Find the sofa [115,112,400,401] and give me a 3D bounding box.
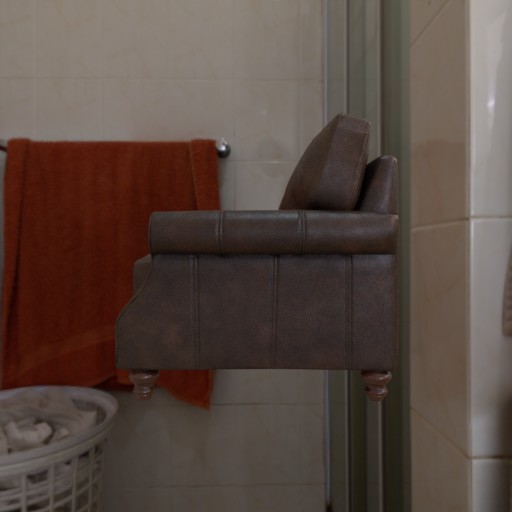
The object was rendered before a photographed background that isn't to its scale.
[{"bbox_3d":[0.000,0.000,2.198,0.990,0.976,1.616,0,0,1],"label":"sofa"}]
